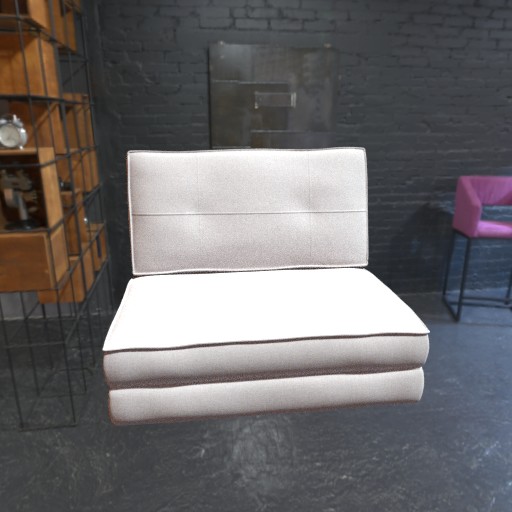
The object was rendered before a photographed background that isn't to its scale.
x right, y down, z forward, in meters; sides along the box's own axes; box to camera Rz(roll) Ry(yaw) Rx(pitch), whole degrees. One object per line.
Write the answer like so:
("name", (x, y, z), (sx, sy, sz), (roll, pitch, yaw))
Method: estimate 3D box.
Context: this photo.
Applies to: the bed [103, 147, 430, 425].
("bed", (0.000, 0.000, 1.340), (0.799, 0.614, 0.749), (-2, 17, -7))
